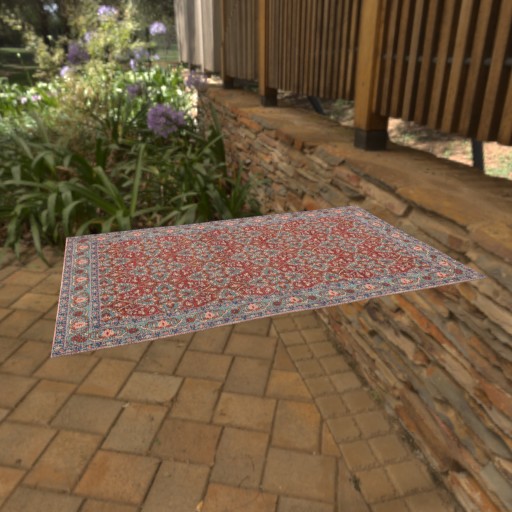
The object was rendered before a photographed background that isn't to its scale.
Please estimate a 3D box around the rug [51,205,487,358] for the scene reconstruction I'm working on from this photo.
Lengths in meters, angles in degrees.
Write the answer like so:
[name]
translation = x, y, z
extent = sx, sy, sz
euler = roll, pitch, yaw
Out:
[rug]
translation = 0.000, 0.000, 2.980
extent = 2.439, 0.011, 1.533
euler = -8, 25, -17
